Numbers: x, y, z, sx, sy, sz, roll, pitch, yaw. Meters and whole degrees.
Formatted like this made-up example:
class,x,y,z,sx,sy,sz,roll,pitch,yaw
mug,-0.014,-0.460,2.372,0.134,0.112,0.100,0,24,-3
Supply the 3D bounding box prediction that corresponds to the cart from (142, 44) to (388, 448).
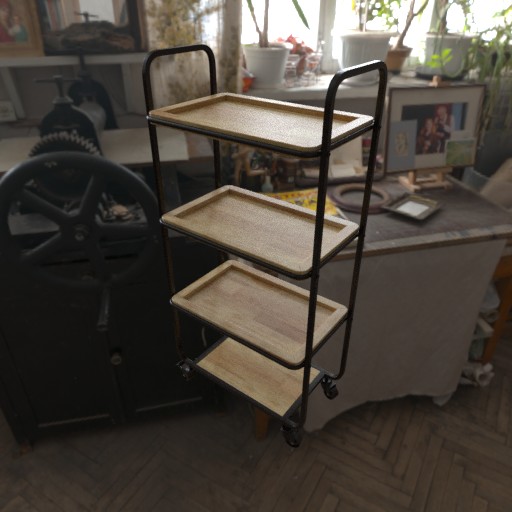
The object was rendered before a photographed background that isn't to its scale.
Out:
class,x,y,z,sx,sy,sz,roll,pitch,yaw
cart,0.000,0.000,1.295,0.545,1.080,0.321,22,38,31
